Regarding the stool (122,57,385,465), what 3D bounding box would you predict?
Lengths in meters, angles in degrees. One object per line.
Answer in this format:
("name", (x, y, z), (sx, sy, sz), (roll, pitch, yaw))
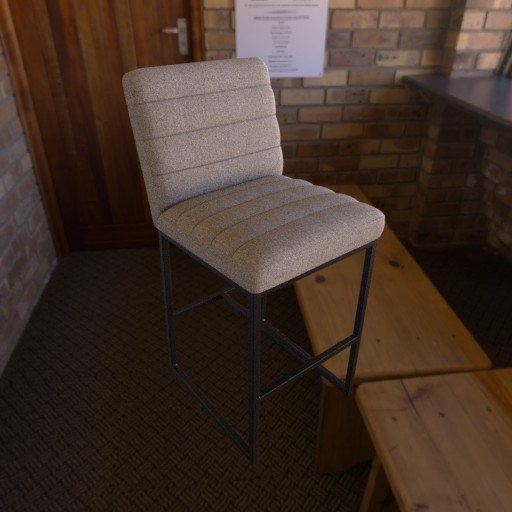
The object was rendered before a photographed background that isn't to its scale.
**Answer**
("stool", (0.000, 0.000, 1.335), (0.459, 1.034, 0.571), (-22, 37, -32))
